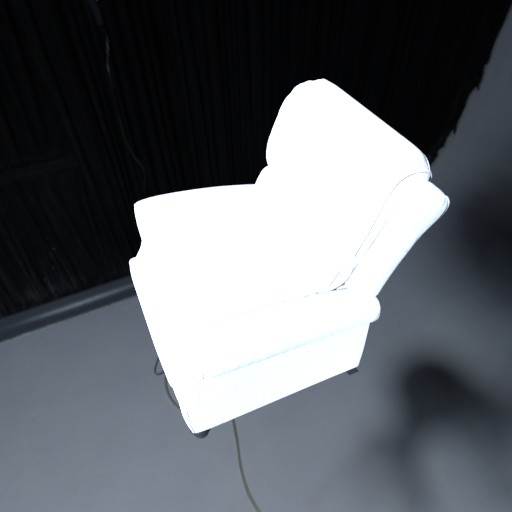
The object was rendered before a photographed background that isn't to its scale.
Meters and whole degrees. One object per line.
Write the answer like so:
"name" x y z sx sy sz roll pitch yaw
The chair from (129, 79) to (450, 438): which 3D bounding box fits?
"chair" 0.000 0.000 1.713 0.919 1.046 0.859 -18 48 -17
